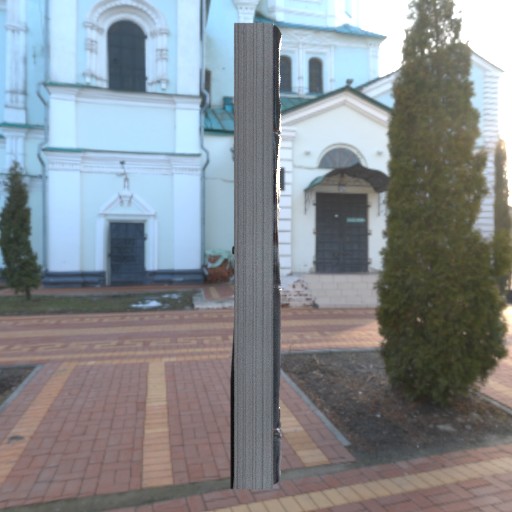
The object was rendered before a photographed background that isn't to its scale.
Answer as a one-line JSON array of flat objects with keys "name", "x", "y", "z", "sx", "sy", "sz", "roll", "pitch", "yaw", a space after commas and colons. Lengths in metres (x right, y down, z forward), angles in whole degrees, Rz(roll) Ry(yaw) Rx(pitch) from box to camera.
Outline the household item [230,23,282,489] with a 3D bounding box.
[{"name": "household item", "x": 0.000, "y": 0.000, "z": 0.287, "sx": 0.025, "sy": 0.216, "sz": 0.165, "roll": 0, "pitch": 0, "yaw": 0}]
